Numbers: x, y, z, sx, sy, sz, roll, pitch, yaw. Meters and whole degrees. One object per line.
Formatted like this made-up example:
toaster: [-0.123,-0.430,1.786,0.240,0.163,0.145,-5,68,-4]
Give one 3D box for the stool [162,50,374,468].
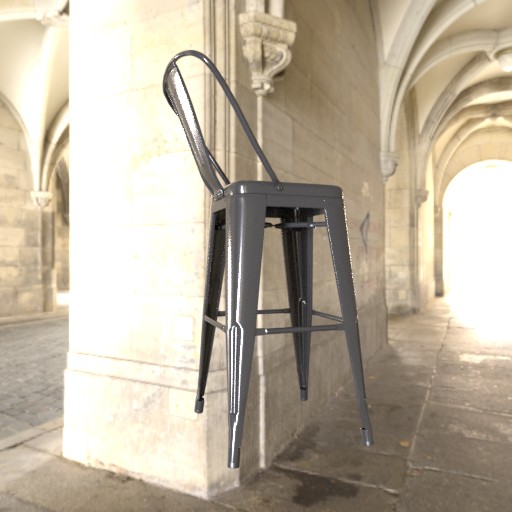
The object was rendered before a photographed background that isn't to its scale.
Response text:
stool: [0.000,0.000,1.298,0.528,1.022,0.432,0,0,-19]
